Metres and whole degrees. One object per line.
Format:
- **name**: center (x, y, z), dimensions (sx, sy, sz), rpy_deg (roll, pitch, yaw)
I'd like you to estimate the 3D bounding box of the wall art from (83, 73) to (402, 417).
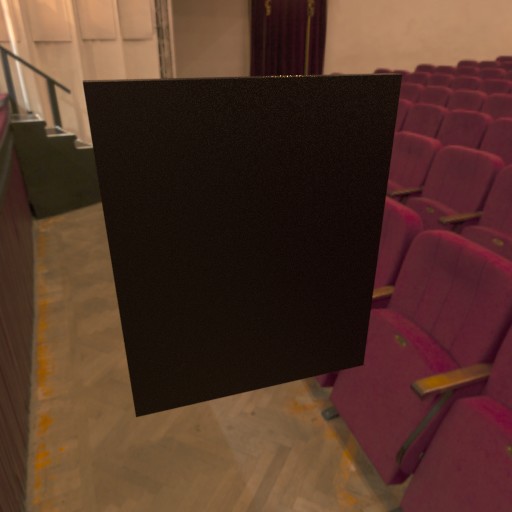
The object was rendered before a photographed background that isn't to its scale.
- **wall art**: center (0.000, 0.000, 0.742), dimensions (0.457, 0.557, 0.028), rpy_deg (-8, 27, -16)
